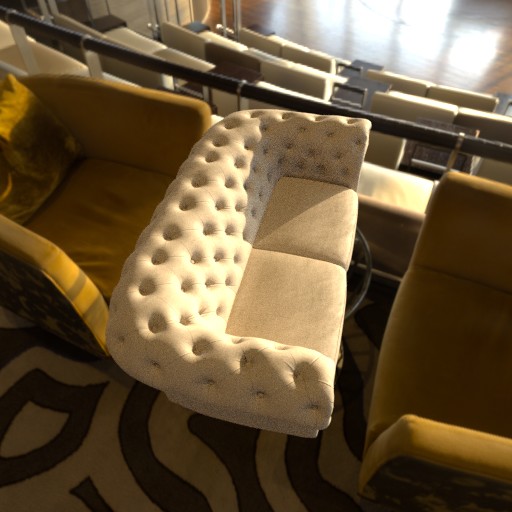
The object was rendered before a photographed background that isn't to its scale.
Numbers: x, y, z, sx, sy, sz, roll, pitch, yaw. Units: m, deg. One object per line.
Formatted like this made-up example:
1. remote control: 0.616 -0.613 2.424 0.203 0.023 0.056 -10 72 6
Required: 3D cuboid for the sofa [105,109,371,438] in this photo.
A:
1. sofa: 0.000 0.000 2.517 1.069 0.835 1.988 10 49 9
